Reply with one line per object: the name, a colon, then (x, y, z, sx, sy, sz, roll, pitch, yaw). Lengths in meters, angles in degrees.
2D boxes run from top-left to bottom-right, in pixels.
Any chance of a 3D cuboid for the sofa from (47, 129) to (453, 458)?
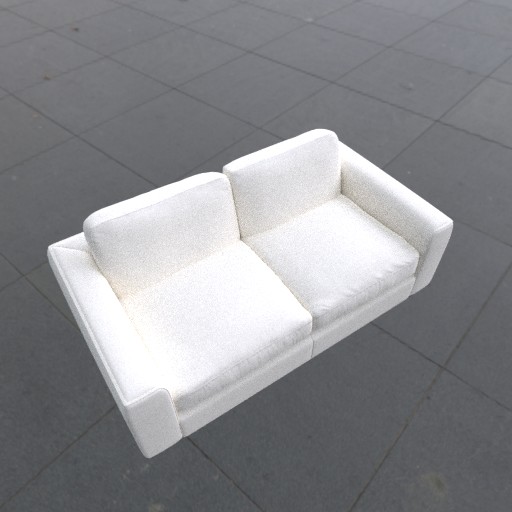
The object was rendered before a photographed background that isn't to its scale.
sofa: (0.000, 0.000, 2.431, 1.920, 0.801, 1.069, -26, 52, -22)
